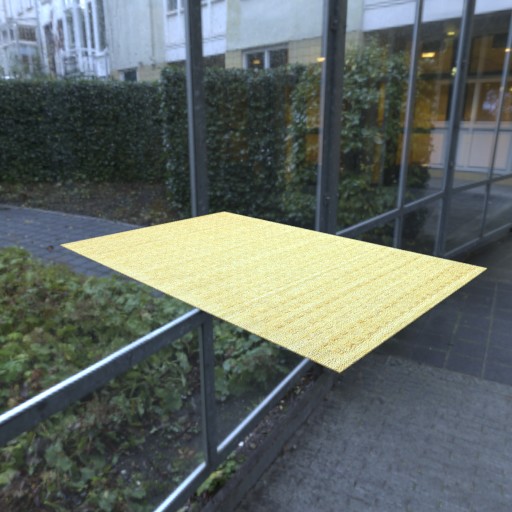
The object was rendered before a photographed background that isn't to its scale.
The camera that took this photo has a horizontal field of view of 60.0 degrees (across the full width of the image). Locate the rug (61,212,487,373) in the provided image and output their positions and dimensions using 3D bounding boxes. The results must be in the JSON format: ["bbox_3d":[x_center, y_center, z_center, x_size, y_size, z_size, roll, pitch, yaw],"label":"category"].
[{"bbox_3d":[0.000,0.000,2.827,2.286,0.006,1.524,16,24,41],"label":"rug"}]
